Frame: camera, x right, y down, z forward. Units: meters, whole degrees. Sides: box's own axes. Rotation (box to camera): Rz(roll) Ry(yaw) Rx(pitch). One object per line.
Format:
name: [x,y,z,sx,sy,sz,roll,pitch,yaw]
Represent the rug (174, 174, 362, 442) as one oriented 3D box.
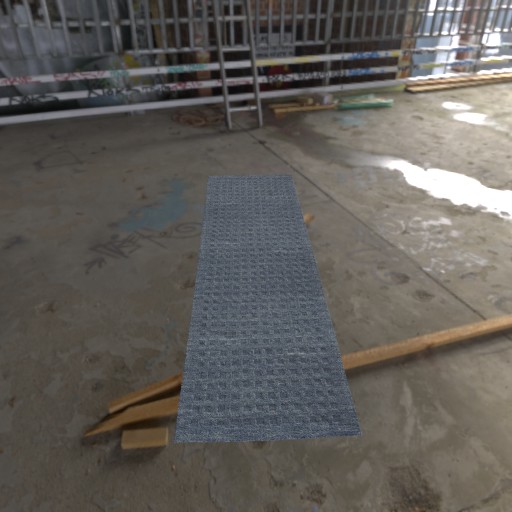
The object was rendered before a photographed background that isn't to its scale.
rug: [0.000,0.000,2.623,0.688,0.008,2.443,-1,33,-2]
